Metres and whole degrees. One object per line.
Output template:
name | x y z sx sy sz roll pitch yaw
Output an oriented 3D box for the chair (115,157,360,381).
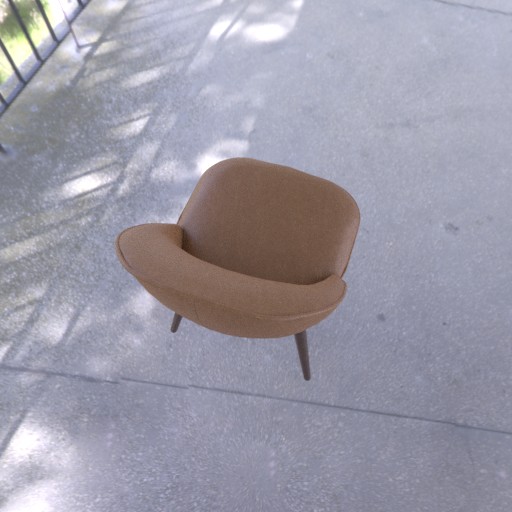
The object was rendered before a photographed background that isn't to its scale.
chair | 0.000 0.000 1.250 0.521 0.831 0.631 18 64 9
